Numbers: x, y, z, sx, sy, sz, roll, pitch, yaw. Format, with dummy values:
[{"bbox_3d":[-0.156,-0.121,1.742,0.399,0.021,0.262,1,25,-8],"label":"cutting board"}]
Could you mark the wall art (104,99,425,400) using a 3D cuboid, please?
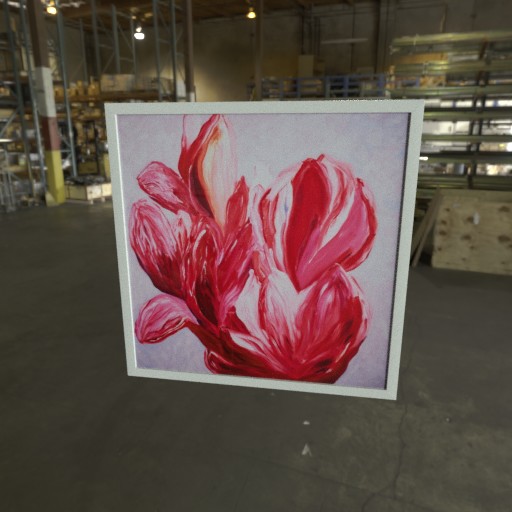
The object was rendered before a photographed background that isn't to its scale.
[{"bbox_3d":[0.000,0.000,1.219,0.805,0.803,0.022,3,16,9],"label":"wall art"}]
